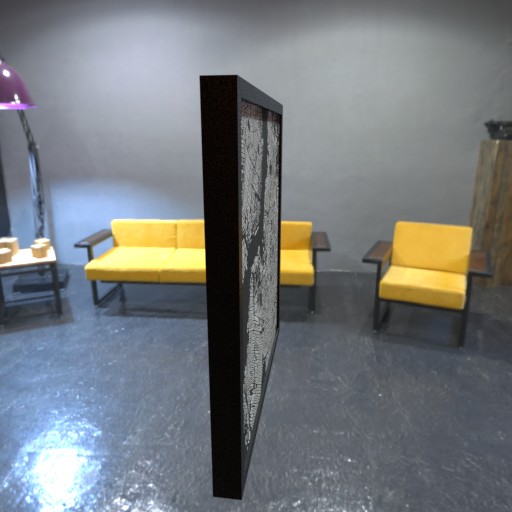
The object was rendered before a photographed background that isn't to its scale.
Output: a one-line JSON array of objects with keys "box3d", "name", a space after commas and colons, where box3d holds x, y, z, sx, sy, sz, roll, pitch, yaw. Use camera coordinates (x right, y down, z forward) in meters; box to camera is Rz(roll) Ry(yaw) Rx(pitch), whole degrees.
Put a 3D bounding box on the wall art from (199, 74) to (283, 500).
[{"box3d": [0.000, 0.000, 0.741, 0.038, 0.506, 0.506, 2, 16, 8], "name": "wall art"}]
